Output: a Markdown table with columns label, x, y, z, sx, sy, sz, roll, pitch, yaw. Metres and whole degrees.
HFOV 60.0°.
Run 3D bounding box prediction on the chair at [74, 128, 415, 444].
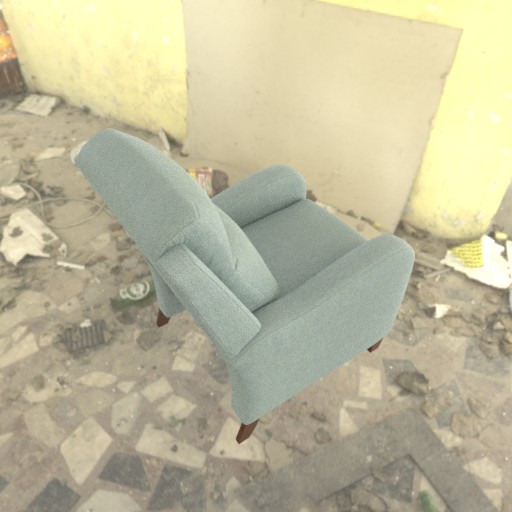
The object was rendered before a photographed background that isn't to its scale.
| label | x | y | z | sx | sy | sz | roll | pitch | yaw |
| --- | --- | --- | --- | --- | --- | --- | --- | --- | --- |
| chair | 0.000 | 0.000 | 1.721 | 0.988 | 1.067 | 0.785 | -25 | 46 | -26 |
